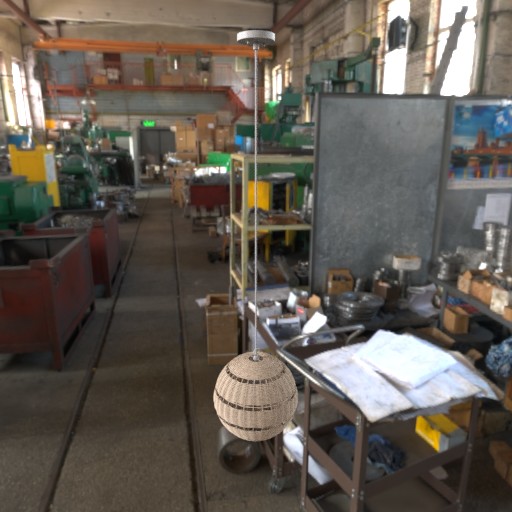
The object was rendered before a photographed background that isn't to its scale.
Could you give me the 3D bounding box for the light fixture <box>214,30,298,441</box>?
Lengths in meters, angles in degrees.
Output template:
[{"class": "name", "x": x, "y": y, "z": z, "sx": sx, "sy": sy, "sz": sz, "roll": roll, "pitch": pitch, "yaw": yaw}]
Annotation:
[{"class": "light fixture", "x": 0.000, "y": 0.000, "z": 2.212, "sx": 0.457, "sy": 2.019, "sz": 0.457, "roll": -14, "pitch": 20, "yaw": -43}]
